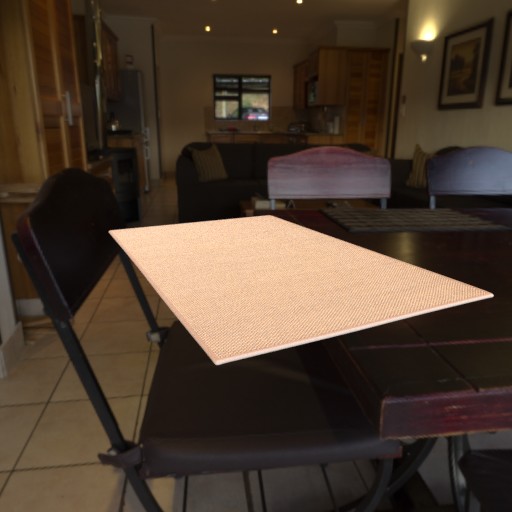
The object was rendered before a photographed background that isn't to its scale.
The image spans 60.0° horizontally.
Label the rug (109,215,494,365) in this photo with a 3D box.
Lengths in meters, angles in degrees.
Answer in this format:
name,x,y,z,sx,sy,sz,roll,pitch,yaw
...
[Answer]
name,x,y,z,sx,sy,sz,roll,pitch,yaw
rug,0.000,0.000,2.063,1.067,0.013,1.676,-8,18,-25
